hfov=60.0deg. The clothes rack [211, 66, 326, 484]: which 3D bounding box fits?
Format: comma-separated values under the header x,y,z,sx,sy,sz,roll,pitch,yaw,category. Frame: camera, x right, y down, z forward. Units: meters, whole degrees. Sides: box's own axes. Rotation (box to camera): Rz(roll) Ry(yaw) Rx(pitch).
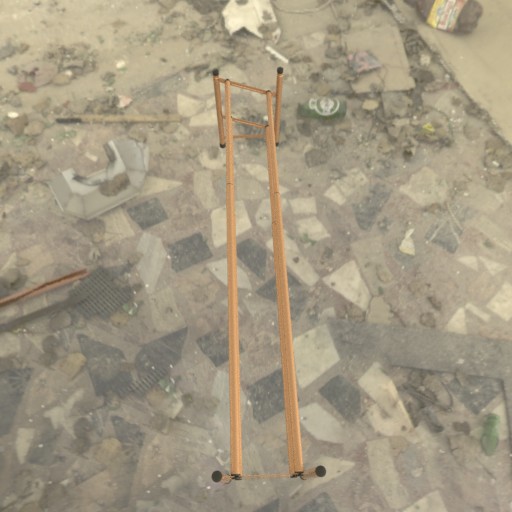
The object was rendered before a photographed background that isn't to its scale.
x,y,z,sx,sy,sz,roll,pitch,yaw,category
0.000,0.000,1.287,0.229,0.349,1.168,-2,63,-1,clothes rack
